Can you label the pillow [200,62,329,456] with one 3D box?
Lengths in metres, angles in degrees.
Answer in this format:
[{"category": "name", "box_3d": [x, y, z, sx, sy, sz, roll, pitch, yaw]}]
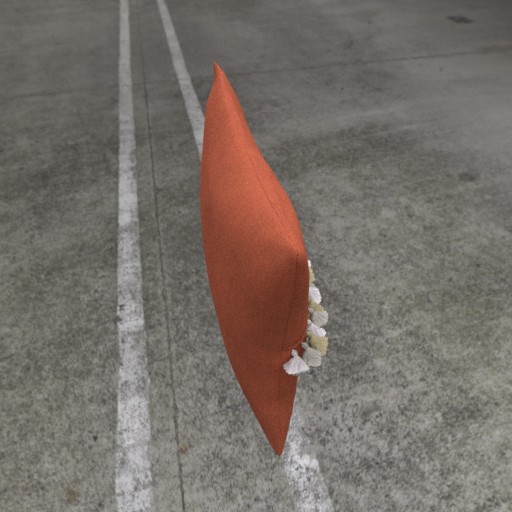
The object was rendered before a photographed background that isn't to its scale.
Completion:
[{"category": "pillow", "box_3d": [0.000, 0.000, 0.752, 0.165, 0.482, 0.490, -10, 46, -9]}]
